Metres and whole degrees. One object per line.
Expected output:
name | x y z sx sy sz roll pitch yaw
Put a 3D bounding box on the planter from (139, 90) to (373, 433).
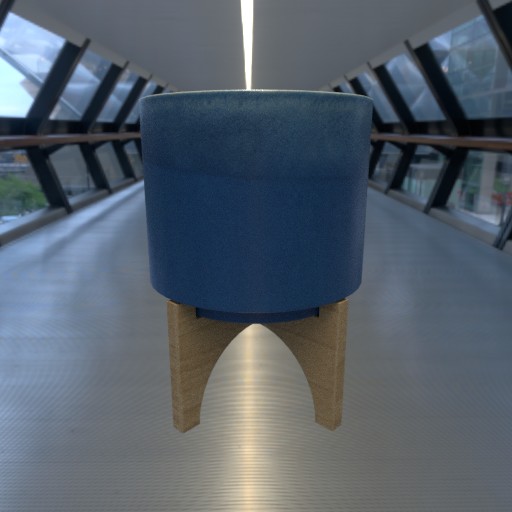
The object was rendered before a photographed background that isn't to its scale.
planter | 0.000 0.000 0.556 0.261 0.367 0.261 0 15 0
